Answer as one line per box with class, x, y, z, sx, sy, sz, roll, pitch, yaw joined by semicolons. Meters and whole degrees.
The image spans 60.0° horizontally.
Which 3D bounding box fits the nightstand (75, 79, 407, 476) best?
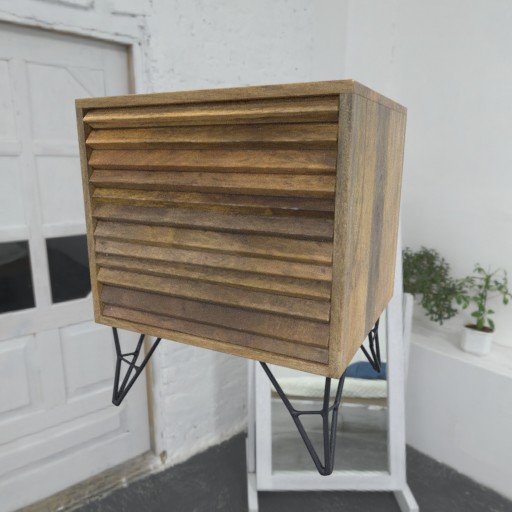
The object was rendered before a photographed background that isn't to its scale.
nightstand;0.000;0.000;0.853;0.457;0.559;0.406;7;15;26
